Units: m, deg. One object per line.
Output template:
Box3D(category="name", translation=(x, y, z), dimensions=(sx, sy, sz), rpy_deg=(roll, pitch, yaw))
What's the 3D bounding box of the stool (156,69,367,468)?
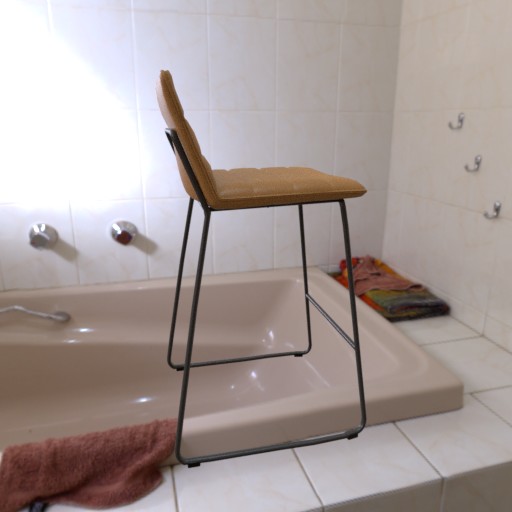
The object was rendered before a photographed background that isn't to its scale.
Box3D(category="stool", translation=(0.000, 0.000, 1.252), dimensions=(0.524, 0.936, 0.489), rpy_deg=(-4, 17, -13))
